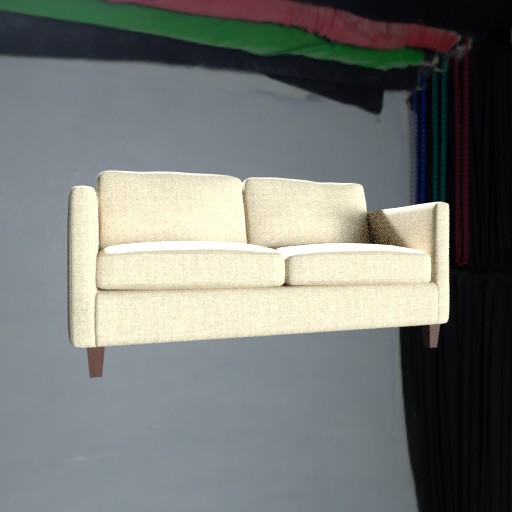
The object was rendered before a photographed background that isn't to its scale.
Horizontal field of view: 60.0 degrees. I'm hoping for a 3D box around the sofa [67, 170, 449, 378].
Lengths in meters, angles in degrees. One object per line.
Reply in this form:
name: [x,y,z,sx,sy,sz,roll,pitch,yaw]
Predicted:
sofa: [0.000,0.000,2.455,1.884,0.963,0.950,0,1,-19]
